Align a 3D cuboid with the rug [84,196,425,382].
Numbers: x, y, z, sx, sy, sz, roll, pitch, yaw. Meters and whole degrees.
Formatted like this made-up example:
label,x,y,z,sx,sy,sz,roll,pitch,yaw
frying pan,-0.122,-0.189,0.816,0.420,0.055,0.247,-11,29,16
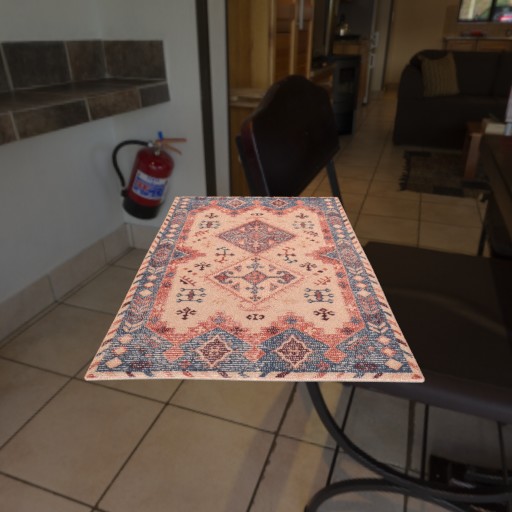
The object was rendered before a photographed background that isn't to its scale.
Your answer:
label,x,y,z,sx,sy,sz,roll,pitch,yaw
rug,0.000,0.000,3.064,1.521,0.023,2.464,0,27,0
